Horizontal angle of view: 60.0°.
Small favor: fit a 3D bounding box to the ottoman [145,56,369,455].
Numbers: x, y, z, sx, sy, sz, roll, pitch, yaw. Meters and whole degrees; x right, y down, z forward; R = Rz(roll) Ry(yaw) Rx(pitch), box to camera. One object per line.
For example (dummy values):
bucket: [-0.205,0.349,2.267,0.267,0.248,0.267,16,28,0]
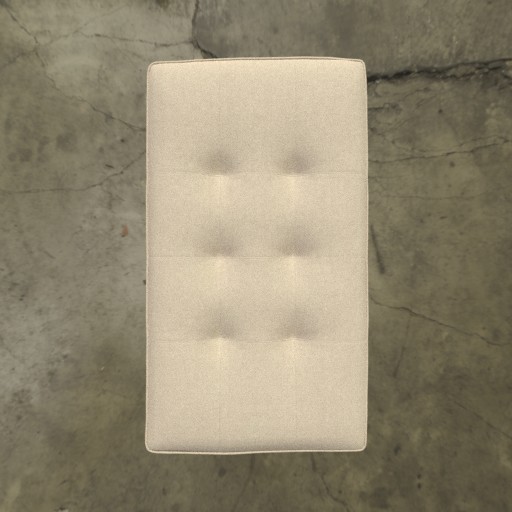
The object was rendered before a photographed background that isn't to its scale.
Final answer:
ottoman: [0.000,0.000,1.464,0.648,0.508,1.143,0,90,-1]
